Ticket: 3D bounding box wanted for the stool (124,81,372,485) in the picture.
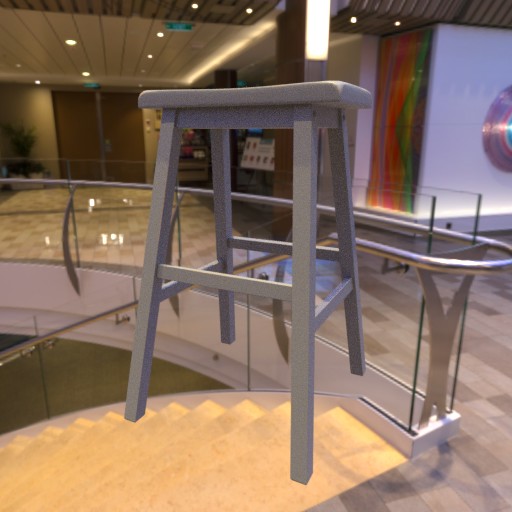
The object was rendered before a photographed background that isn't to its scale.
[{"bbox_3d":[0.000,0.000,1.052,0.457,0.737,0.476,8,17,26],"label":"stool"}]
